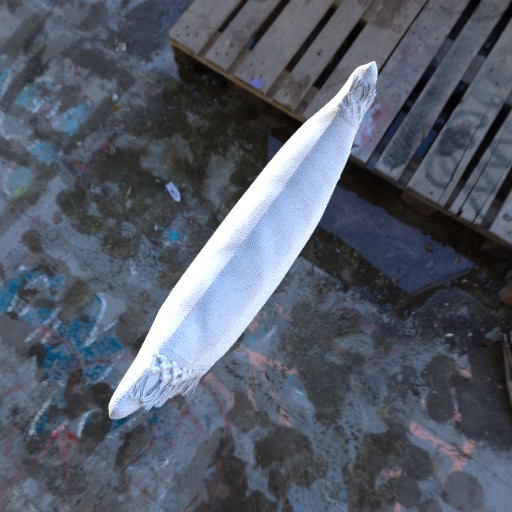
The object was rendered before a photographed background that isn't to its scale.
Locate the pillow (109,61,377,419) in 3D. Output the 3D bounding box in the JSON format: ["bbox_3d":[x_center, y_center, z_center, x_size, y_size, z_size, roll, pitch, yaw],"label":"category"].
[{"bbox_3d":[0.000,0.000,0.595,0.084,0.305,0.466,35,79,8],"label":"pillow"}]
